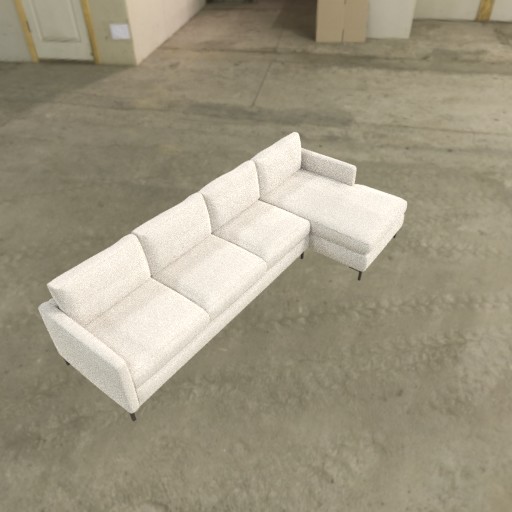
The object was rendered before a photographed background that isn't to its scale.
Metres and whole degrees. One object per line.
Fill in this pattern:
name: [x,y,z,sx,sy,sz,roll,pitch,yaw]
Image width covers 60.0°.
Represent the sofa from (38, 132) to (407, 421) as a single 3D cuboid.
sofa: [0.000,0.000,2.940,1.126,0.677,2.445,26,47,28]
